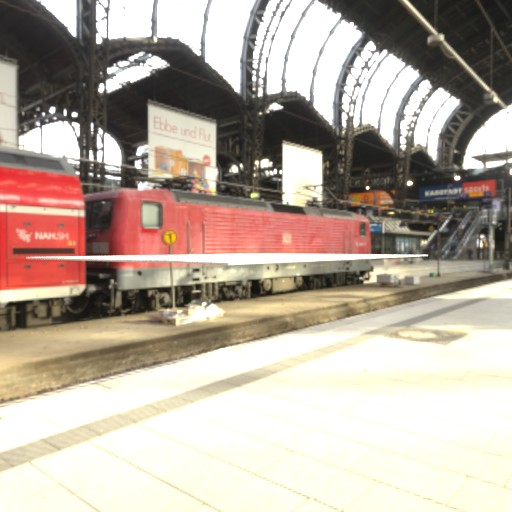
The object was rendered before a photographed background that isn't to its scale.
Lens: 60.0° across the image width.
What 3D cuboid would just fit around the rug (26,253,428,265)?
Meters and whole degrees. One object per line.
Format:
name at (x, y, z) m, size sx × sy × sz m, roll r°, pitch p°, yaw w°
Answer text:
rug at (0.000, 0.000, 2.353) m, size 1.232 × 0.015 × 1.825 m, roll 1°, pitch 1°, yaw 38°
